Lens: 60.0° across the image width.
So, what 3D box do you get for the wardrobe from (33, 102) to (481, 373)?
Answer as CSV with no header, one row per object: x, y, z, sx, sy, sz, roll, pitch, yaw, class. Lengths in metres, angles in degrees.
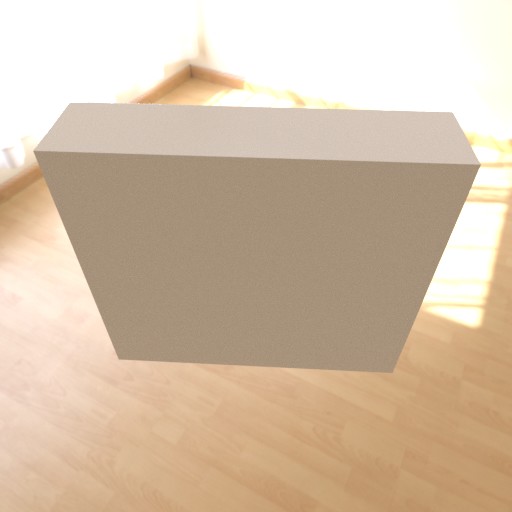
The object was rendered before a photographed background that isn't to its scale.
0.000,0.000,1.876,1.340,1.200,0.360,2,45,2,wardrobe
